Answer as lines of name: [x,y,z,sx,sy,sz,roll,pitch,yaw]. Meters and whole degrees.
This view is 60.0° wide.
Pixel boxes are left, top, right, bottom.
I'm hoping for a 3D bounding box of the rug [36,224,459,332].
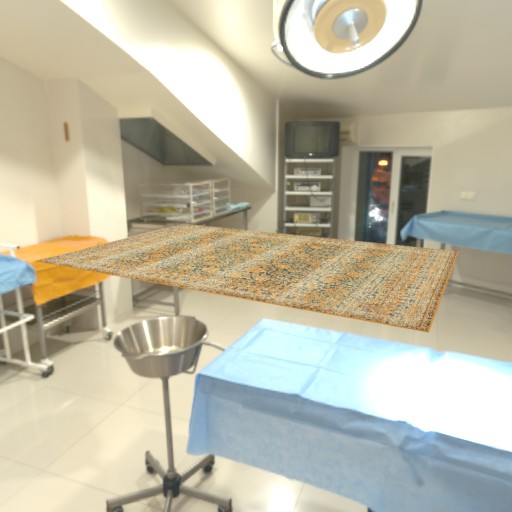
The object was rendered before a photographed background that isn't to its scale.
rug: [0.000,0.000,2.915,2.336,0.007,1.525,7,16,27]
